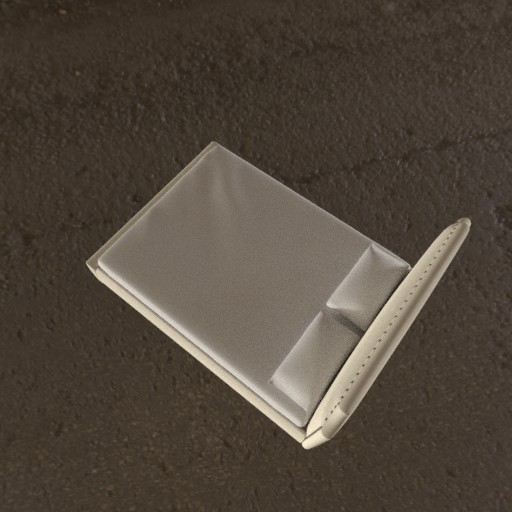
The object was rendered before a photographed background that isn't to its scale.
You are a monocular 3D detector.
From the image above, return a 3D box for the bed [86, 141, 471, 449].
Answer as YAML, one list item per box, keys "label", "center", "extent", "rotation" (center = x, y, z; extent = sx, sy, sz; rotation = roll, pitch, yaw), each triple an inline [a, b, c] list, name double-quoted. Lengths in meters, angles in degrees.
- label: "bed"
  center: [0.000, 0.000, 3.484]
  extent: [2.372, 1.443, 1.712]
  rotation: [35, 69, 16]
